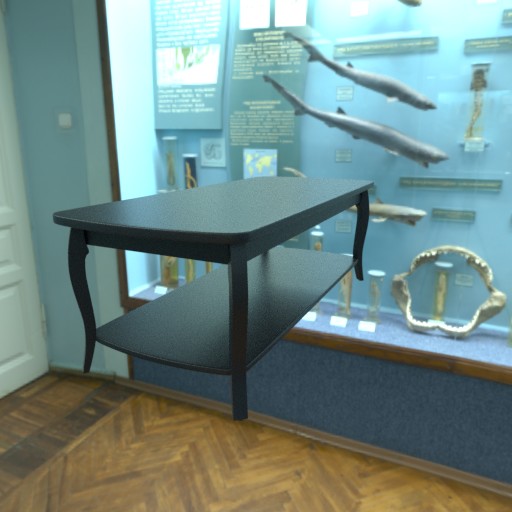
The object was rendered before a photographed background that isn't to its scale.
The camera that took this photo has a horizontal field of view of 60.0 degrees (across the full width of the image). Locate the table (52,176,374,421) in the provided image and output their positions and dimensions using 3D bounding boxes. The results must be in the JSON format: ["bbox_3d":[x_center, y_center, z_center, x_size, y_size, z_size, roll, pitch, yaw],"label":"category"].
[{"bbox_3d":[0.000,0.000,1.604,0.571,0.457,1.333,7,17,25],"label":"table"}]
